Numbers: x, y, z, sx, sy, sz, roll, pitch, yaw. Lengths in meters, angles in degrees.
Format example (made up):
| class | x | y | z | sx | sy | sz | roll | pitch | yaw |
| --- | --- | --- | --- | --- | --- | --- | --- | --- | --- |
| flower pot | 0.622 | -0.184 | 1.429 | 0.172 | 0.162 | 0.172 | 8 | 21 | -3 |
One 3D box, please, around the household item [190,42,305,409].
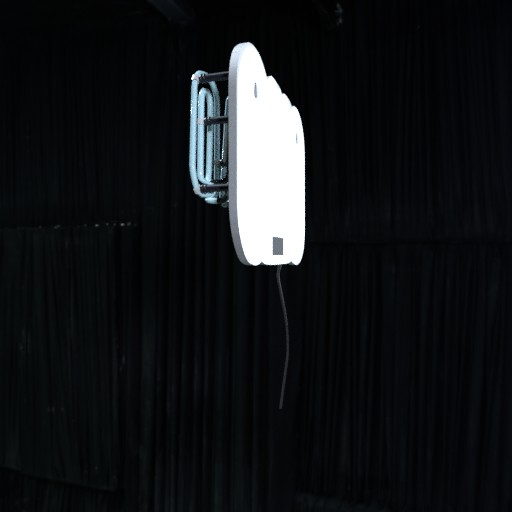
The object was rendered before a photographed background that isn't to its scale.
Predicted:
| class | x | y | z | sx | sy | sz | roll | pitch | yaw |
| --- | --- | --- | --- | --- | --- | --- | --- | --- | --- |
| household item | 0.000 | 0.000 | 0.384 | 0.042 | 0.294 | 0.211 | 0 | 0 | 18 |
